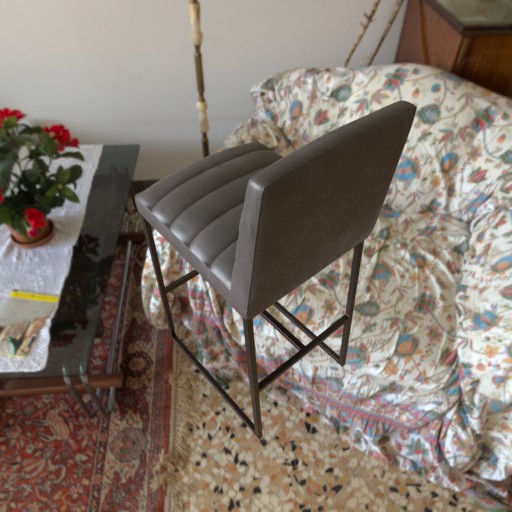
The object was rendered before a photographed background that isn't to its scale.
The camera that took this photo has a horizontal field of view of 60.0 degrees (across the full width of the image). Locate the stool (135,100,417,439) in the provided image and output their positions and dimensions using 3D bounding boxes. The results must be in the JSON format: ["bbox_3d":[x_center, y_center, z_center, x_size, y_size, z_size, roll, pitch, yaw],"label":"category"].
[{"bbox_3d":[0.000,0.000,1.348,0.463,1.065,0.562,-32,54,-27],"label":"stool"}]
